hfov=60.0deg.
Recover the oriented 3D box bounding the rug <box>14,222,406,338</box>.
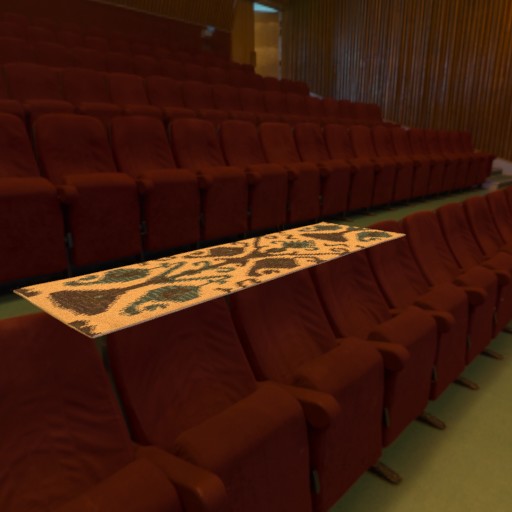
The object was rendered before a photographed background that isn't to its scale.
[{"bbox_3d":[0.000,0.000,2.468,0.692,0.017,2.301,13,19,41],"label":"rug"}]
